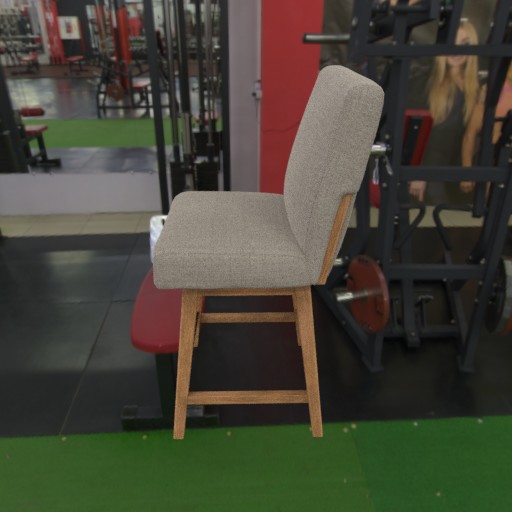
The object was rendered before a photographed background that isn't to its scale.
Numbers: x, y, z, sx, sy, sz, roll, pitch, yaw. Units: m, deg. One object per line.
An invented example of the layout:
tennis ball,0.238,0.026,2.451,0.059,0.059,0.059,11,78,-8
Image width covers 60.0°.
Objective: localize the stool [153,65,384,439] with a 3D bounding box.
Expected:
stool,0.000,0.000,1.309,0.526,1.010,0.459,0,28,-1
